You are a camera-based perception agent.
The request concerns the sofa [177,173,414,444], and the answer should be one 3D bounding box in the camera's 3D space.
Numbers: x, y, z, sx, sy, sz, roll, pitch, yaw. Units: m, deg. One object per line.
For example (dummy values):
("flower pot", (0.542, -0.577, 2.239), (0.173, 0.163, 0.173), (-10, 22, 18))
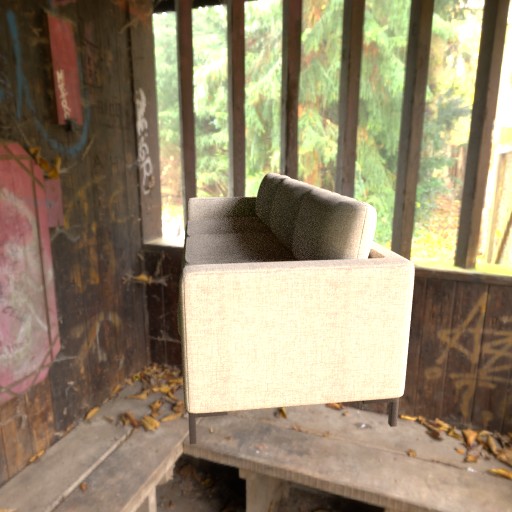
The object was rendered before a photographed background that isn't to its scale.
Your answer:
("sofa", (0.000, 0.000, 2.632), (0.859, 0.874, 2.218), (-2, 14, -8))
